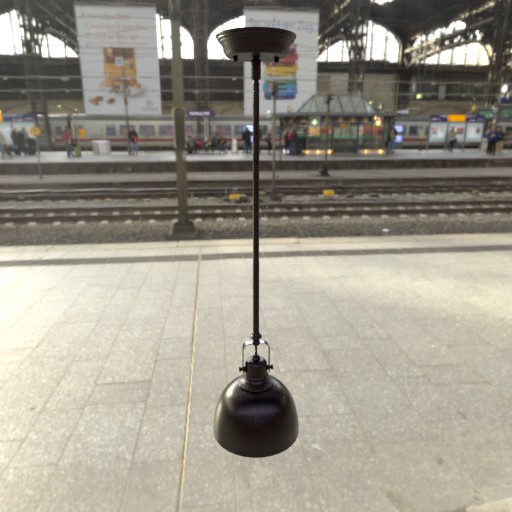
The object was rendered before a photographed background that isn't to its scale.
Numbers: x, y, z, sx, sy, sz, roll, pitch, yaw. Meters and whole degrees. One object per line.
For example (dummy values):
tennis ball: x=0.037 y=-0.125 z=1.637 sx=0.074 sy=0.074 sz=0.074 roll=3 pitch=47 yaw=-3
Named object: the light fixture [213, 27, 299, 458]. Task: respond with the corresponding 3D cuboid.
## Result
light fixture: x=0.000 y=0.000 z=0.848 sx=0.182 sy=0.768 sz=0.182 roll=-2 pitch=15 yaw=-8
